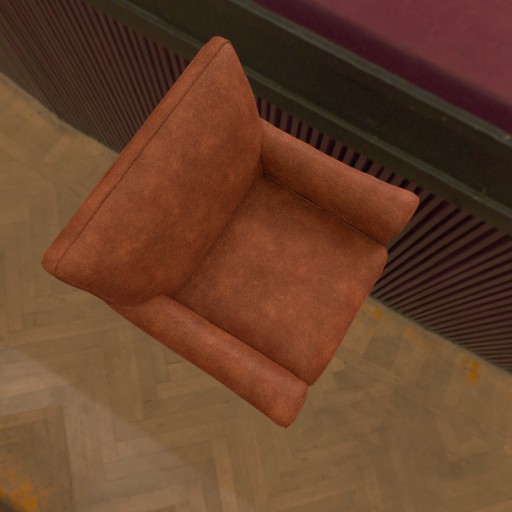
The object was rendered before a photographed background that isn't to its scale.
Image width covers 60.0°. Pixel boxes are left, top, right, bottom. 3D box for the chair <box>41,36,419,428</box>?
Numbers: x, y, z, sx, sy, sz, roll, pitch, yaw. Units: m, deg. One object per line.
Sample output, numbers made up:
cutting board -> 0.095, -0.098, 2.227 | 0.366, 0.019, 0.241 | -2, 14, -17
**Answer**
chair -> 0.000, 0.000, 1.595 | 0.823, 0.943, 0.870 | 32, 78, 7
